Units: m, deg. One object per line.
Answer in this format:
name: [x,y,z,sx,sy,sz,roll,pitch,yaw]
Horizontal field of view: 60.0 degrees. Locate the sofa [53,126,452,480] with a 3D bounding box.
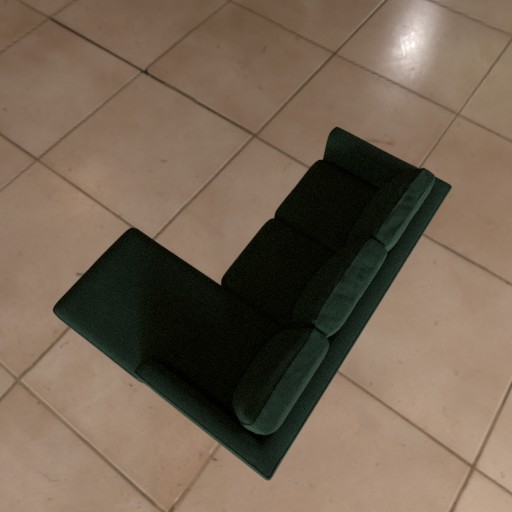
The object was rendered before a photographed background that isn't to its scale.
sofa: [0.000,0.000,2.810,1.580,0.899,2.030,32,68,15]
